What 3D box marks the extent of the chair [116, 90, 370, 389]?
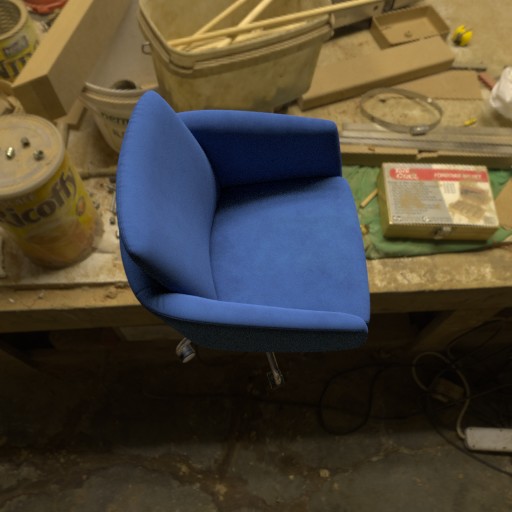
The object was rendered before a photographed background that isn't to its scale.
[{"bbox_3d":[0.000,0.000,1.338,0.635,0.908,0.641,-2,62,-1],"label":"chair"}]
